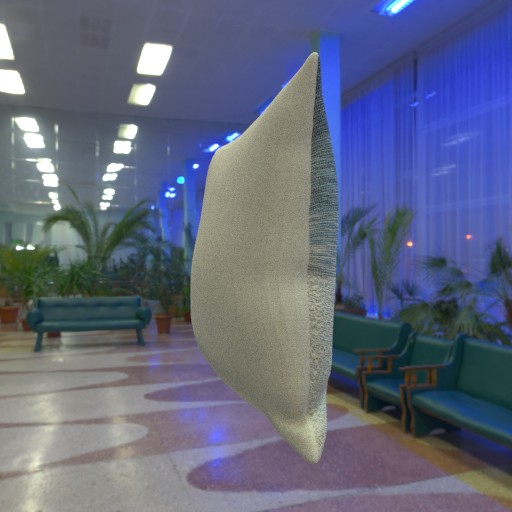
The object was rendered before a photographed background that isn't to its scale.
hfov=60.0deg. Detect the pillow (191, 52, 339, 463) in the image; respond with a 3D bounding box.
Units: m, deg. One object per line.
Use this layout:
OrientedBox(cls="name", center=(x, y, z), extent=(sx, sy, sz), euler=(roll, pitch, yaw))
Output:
OrientedBox(cls="pillow", center=(0.000, 0.000, 0.673), extent=(0.182, 0.441, 0.440), euler=(0, 0, -19))
